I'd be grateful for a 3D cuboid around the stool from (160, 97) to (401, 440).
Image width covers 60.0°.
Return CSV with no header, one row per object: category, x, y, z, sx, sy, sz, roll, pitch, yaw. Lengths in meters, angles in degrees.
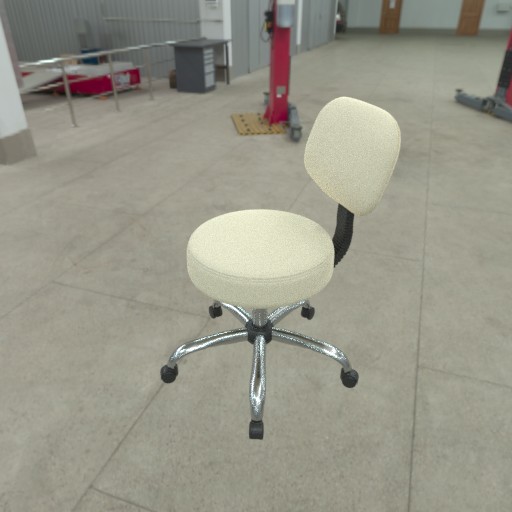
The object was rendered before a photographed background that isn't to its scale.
stool,0.000,0.000,1.261,0.616,0.810,0.609,-8,31,-14
